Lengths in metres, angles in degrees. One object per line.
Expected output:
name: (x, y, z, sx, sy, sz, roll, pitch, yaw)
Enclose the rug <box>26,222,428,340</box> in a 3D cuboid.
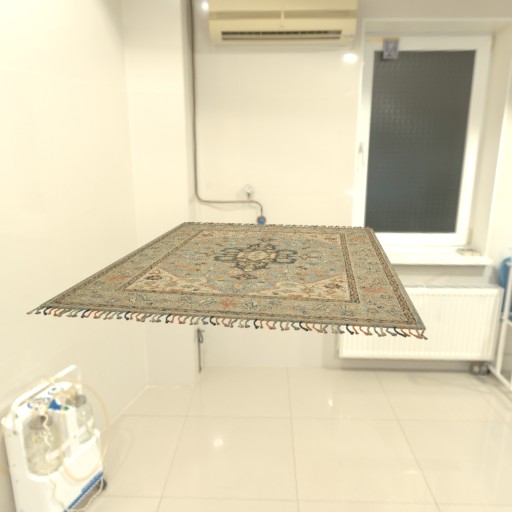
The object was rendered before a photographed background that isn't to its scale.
rug: (0.000, 0.000, 2.187, 1.278, 0.009, 1.730, 2, 15, 8)
